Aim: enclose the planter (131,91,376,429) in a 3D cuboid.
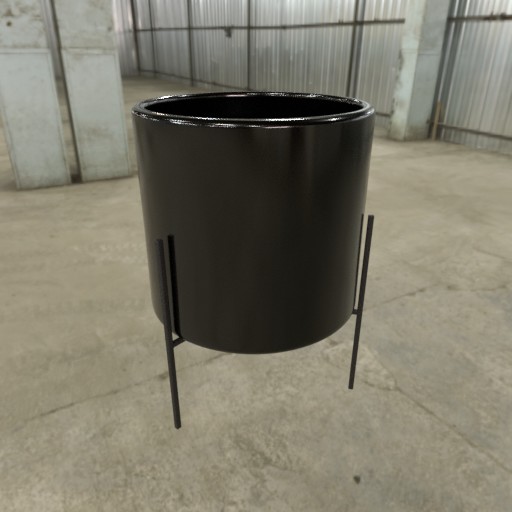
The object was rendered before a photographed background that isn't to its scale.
[{"bbox_3d":[0.000,0.000,0.653,0.310,0.432,0.310,-1,26,-2],"label":"planter"}]
